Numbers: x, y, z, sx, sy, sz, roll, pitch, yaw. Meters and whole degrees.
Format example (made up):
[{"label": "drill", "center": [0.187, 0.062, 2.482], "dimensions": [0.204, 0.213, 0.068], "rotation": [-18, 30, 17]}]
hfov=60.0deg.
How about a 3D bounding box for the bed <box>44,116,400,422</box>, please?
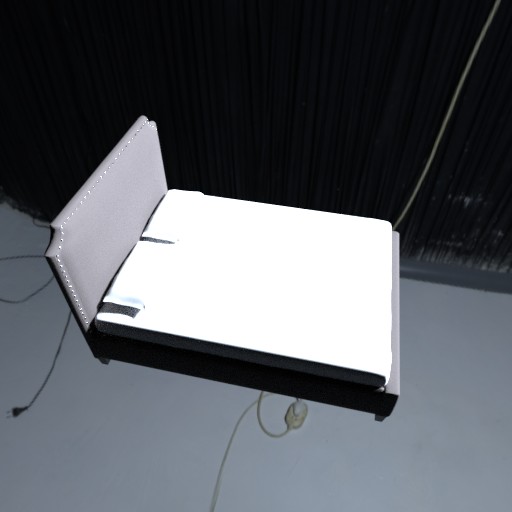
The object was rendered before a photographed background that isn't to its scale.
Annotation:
[{"label": "bed", "center": [0.000, 0.000, 3.554], "dimensions": [2.372, 1.443, 1.713], "rotation": [9, 46, 9]}]
